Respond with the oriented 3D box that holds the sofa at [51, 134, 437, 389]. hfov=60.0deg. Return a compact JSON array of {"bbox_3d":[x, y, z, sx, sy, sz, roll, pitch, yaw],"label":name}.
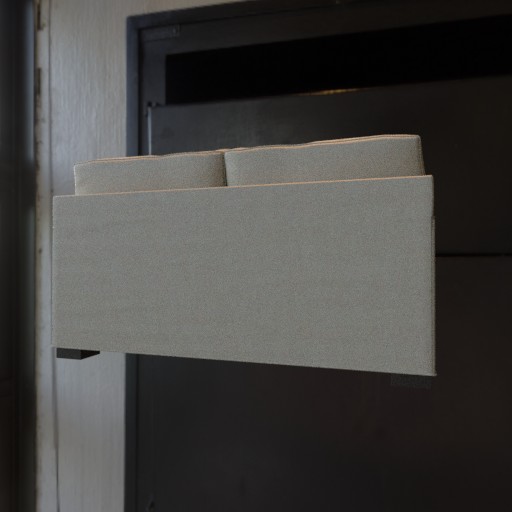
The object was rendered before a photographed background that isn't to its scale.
[{"bbox_3d":[0.000,0.000,2.048,1.484,0.853,0.942,0,-1,18],"label":"sofa"}]
